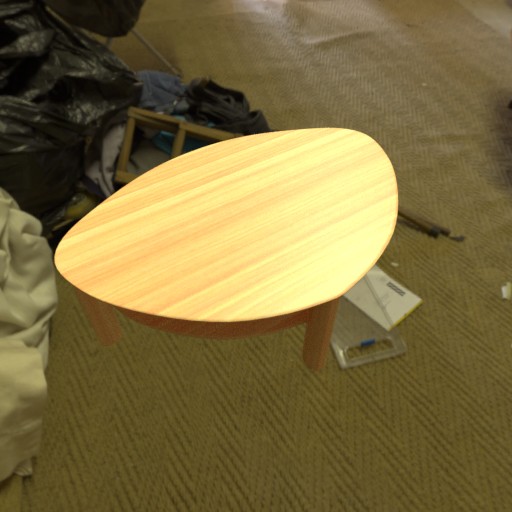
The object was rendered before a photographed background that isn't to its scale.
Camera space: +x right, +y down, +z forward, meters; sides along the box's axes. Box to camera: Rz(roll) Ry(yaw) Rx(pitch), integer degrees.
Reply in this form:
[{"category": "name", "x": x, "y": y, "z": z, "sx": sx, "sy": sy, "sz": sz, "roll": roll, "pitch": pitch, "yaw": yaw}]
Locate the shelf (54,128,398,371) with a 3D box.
[{"category": "shelf", "x": 0.000, "y": 0.000, "z": 1.625, "sx": 1.246, "sy": 0.440, "sz": 0.845, "roll": -26, "pitch": 52, "yaw": -22}]
